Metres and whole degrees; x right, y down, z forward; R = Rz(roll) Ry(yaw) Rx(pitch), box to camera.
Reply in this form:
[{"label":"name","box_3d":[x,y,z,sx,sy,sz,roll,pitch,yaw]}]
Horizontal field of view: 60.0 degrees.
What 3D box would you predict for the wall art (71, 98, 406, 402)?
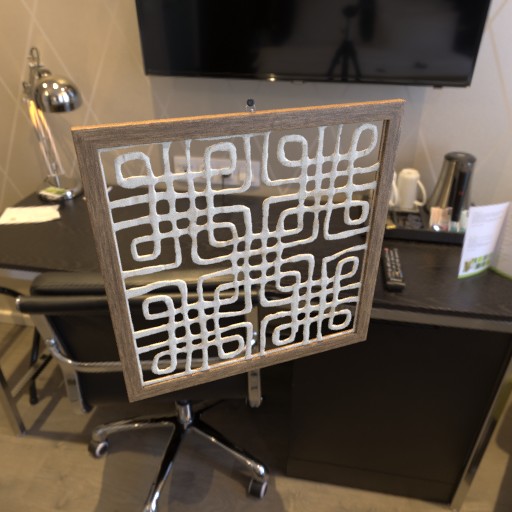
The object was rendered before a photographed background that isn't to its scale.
[{"label":"wall art","box_3d":[0.000,0.000,0.853,0.561,0.582,0.021,-11,33,-17]}]
